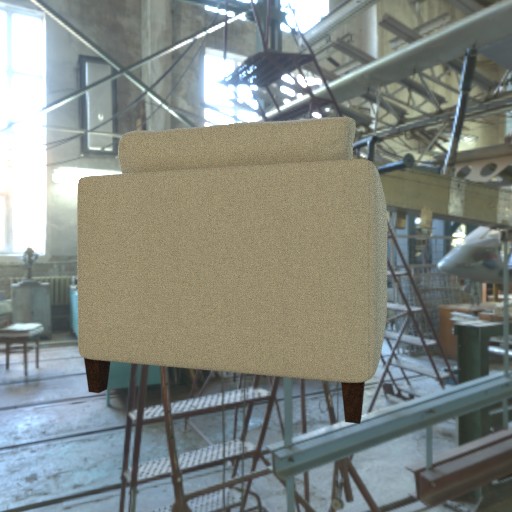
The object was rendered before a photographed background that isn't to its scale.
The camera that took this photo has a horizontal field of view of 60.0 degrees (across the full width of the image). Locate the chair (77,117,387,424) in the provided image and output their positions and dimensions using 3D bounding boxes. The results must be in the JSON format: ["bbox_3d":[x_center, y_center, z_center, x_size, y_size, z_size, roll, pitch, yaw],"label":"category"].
[{"bbox_3d":[0.000,0.000,1.776,0.996,0.919,0.959,0,1,18],"label":"chair"}]
